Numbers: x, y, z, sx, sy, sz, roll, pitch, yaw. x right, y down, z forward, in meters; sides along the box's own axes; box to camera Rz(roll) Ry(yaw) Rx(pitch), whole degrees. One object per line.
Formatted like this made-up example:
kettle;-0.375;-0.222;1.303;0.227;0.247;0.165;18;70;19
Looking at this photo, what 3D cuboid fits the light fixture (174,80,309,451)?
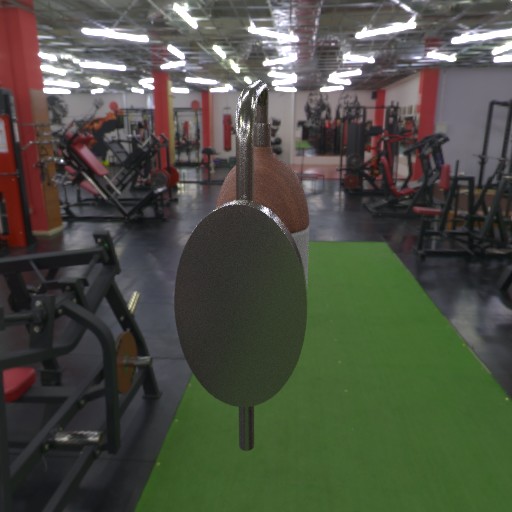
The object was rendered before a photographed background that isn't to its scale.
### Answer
light fixture;0.000;0.000;0.454;0.108;0.343;0.216;2;16;7
